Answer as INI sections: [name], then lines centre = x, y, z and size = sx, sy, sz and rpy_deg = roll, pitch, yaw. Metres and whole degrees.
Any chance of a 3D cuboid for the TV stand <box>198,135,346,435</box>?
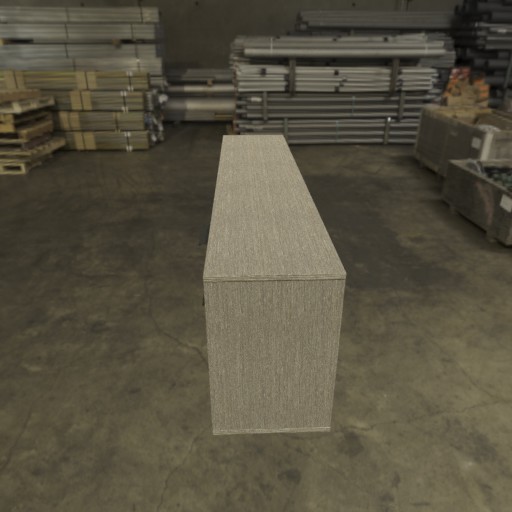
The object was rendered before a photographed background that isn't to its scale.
[TV stand]
centre = 0.000, 0.000, 2.131
size = 0.405, 0.787, 1.804
rpy_deg = -1, 26, -2
